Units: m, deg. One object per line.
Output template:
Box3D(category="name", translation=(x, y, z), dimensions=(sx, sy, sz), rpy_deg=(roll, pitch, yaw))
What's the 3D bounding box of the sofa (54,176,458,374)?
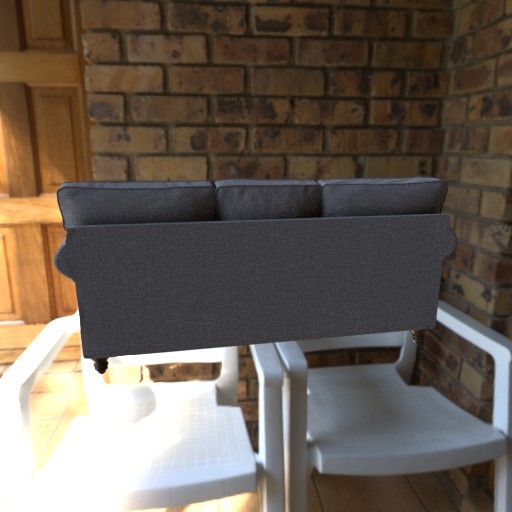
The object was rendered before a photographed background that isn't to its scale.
Box3D(category="sofa", translation=(0.000, 0.000, 2.669), dimensions=(2.084, 0.961, 0.916), rpy_deg=(-3, 14, -11))
